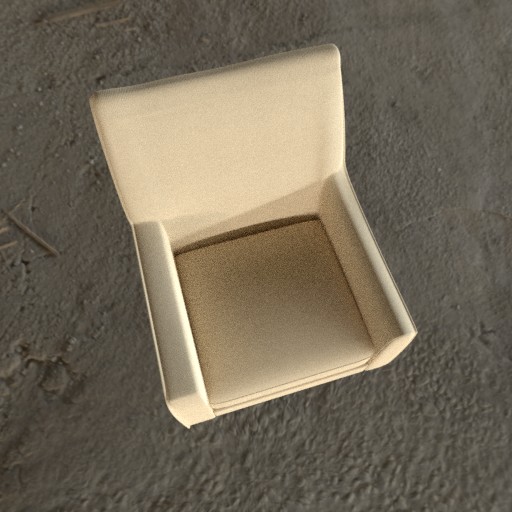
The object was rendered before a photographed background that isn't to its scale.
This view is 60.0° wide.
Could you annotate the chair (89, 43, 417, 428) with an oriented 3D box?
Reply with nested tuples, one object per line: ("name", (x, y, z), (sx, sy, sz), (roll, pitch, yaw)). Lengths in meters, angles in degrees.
("chair", (0.000, 0.000, 1.546), (0.780, 0.919, 0.899), (-15, 64, -7))
